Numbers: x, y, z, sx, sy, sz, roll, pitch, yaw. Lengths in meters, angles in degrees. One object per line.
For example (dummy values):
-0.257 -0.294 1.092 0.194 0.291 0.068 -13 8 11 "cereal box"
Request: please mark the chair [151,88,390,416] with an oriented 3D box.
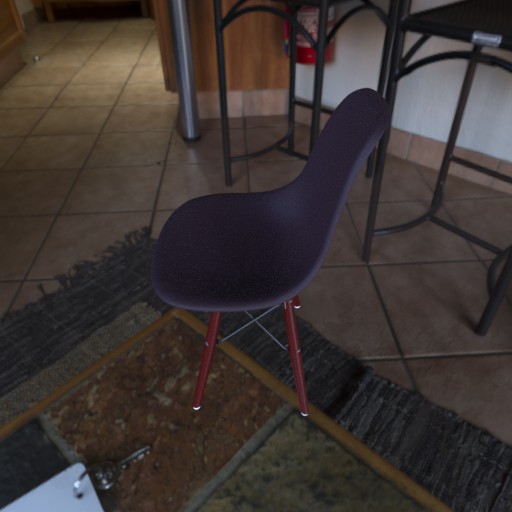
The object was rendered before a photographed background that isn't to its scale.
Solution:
0.000 0.000 1.170 0.533 0.826 0.470 -1 40 -1 "chair"
